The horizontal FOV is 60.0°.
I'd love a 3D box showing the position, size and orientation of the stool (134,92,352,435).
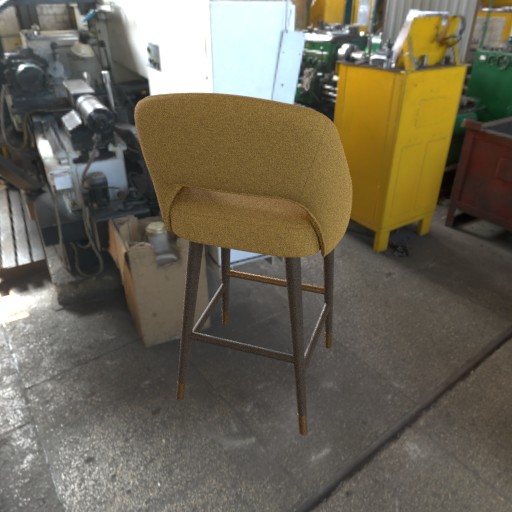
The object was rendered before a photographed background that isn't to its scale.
[{"bbox_3d":[0.000,0.000,1.350,0.536,1.032,0.522,10,32,16],"label":"stool"}]
